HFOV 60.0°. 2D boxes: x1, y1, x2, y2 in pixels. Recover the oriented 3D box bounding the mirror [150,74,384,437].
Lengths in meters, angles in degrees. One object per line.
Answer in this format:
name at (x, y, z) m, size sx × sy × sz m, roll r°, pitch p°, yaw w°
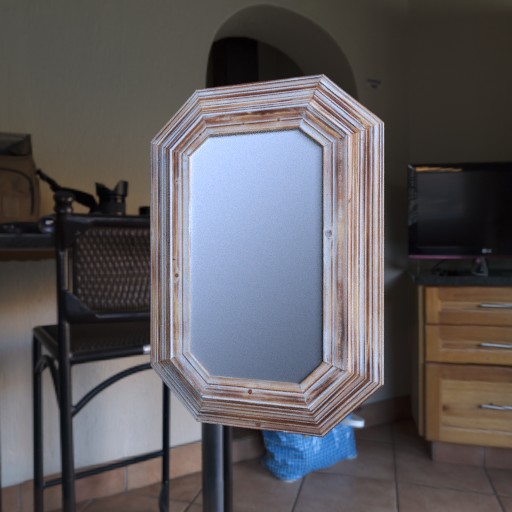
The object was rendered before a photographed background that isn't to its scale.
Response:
mirror at (0.000, 0.000, 1.285) m, size 0.709 × 1.015 × 0.061 m, roll 0°, pitch 0°, yaw 18°
